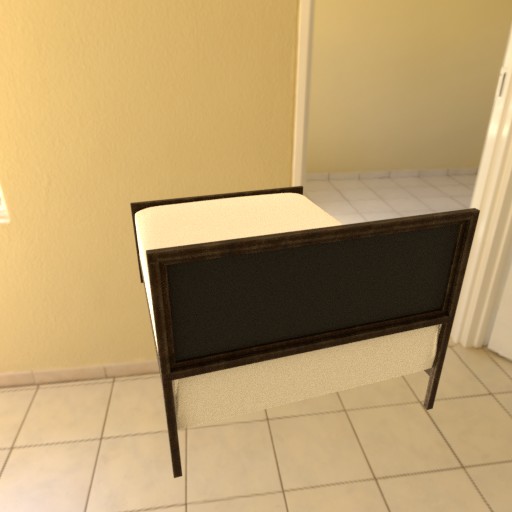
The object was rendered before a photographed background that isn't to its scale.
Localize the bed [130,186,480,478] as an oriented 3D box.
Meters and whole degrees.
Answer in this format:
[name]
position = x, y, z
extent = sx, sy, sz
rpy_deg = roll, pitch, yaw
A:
[bed]
position = 0.000, 0.000, 3.197
extent = 1.607, 1.313, 2.221
rpy_deg = -8, 28, -16
